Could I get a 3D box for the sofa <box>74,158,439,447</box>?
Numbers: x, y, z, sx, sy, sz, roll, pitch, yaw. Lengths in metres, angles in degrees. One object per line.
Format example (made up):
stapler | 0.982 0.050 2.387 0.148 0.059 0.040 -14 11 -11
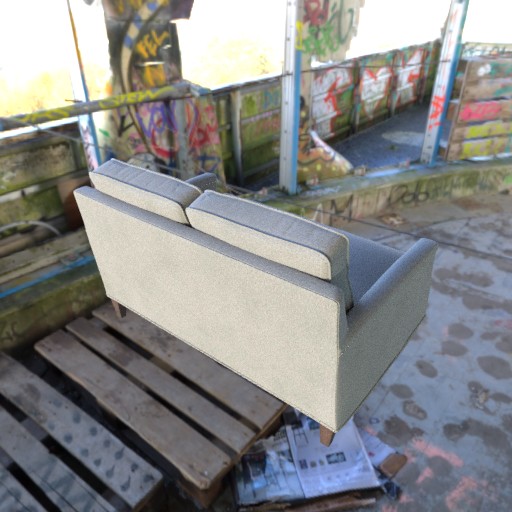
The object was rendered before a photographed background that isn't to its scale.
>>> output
sofa | 0.000 0.000 2.354 1.597 1.003 1.084 22 37 32
